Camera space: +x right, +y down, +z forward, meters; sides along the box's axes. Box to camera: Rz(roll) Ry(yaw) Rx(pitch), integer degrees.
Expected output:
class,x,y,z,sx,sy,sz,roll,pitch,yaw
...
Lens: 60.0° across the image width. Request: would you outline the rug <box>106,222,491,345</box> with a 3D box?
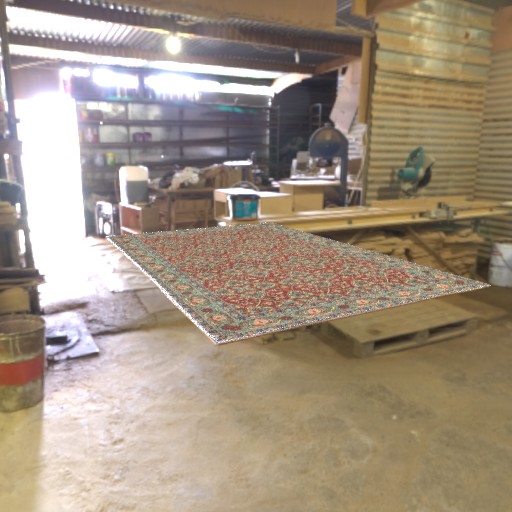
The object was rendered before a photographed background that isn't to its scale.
class,x,y,z,sx,sy,sz,roll,pitch,yaw
rug,0.000,0.000,2.323,1.219,0.009,1.829,-7,15,-27
